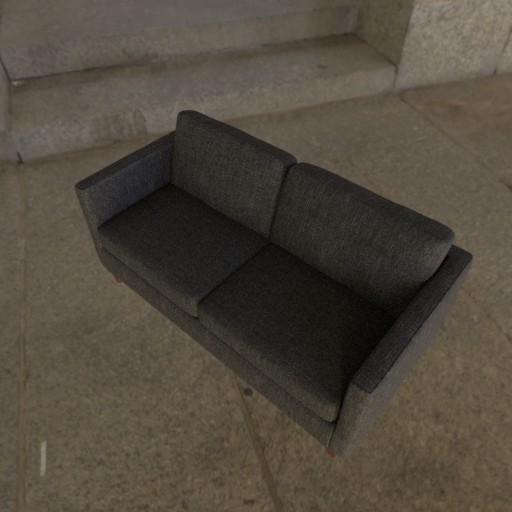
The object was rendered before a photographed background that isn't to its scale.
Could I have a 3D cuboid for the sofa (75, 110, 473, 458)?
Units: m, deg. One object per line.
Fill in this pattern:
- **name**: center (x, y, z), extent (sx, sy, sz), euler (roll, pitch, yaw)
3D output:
- **sofa**: center (0.000, 0.000, 2.405), extent (1.884, 0.963, 0.950), euler (32, 54, 27)
